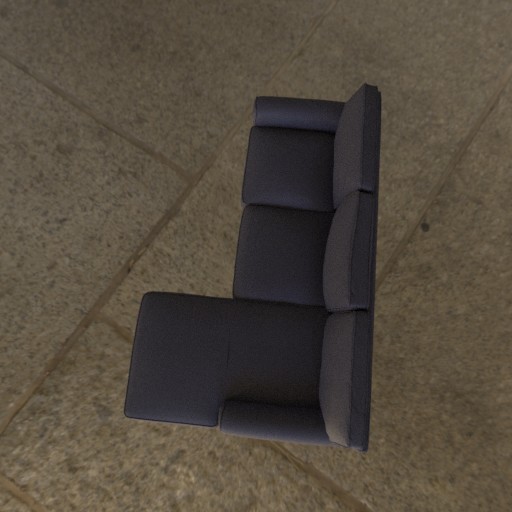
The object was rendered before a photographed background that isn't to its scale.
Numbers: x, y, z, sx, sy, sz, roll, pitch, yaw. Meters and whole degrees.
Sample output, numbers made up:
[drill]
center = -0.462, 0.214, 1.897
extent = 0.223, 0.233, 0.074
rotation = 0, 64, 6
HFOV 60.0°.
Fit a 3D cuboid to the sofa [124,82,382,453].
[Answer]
[sofa]
center = 0.000, 0.000, 3.290
extent = 1.637, 1.039, 2.518
rotation = 5, 77, 1
